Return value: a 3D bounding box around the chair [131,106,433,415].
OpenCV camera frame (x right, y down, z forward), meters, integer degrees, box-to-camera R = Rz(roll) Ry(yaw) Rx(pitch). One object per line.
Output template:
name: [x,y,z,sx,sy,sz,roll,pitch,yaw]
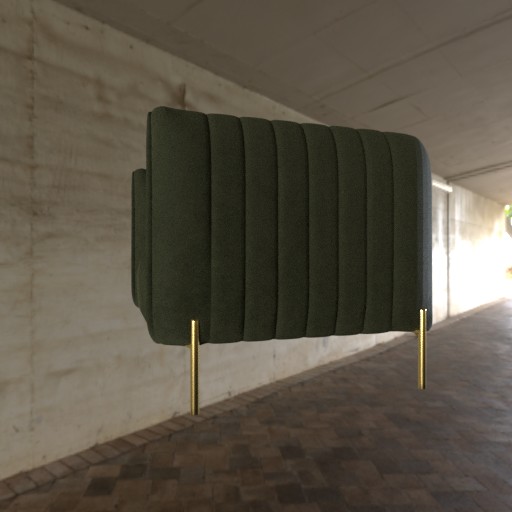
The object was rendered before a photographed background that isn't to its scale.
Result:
chair: [0.000,0.000,1.684,0.877,0.794,1.032,0,0,-18]
